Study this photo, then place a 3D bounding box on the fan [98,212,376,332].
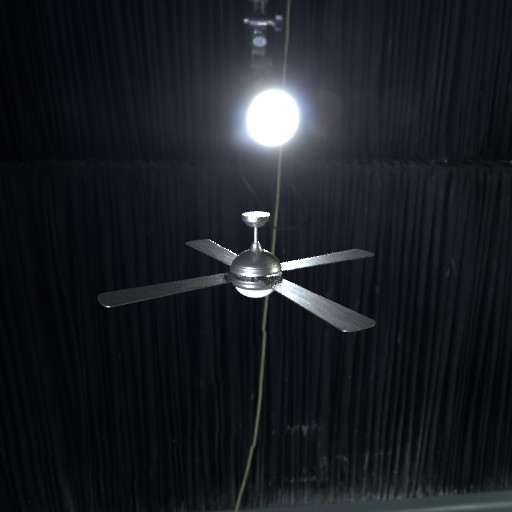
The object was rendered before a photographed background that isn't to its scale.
[{"bbox_3d":[0.000,0.000,2.001,1.321,0.381,1.321,-3,16,-10],"label":"fan"}]
